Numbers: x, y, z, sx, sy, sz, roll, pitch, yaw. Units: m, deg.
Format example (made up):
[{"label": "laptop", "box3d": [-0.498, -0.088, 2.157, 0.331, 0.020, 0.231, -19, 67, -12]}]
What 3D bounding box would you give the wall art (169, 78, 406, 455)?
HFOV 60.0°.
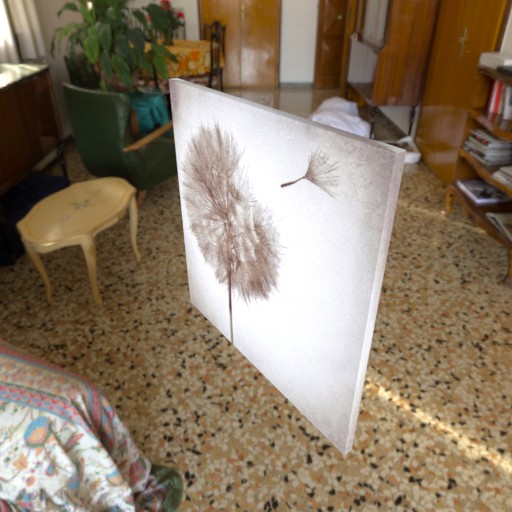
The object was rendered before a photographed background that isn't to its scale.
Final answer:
[{"label": "wall art", "box3d": [0.000, 0.000, 1.152, 0.027, 0.762, 0.762, -21, 38, -30]}]
